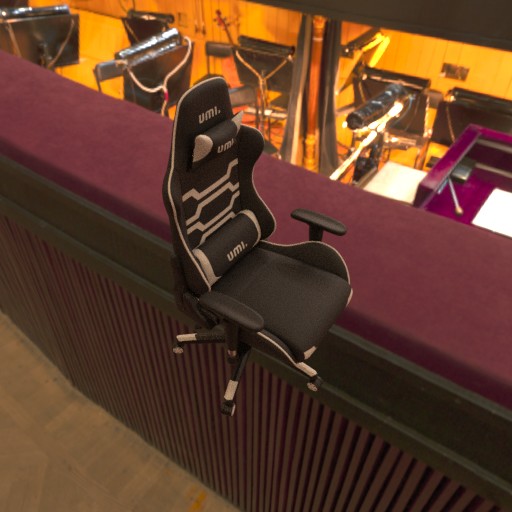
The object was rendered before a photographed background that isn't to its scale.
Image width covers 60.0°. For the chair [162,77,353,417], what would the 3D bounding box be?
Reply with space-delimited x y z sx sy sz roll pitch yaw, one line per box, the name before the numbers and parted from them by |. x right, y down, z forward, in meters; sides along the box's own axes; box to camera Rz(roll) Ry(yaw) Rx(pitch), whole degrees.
chair | 0.000 0.000 1.701 0.700 1.240 0.700 25 47 25
